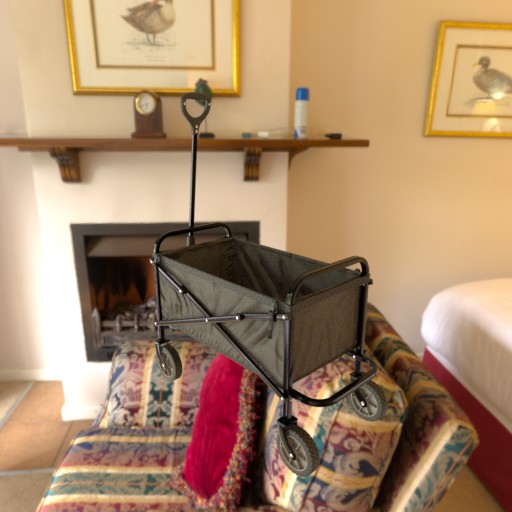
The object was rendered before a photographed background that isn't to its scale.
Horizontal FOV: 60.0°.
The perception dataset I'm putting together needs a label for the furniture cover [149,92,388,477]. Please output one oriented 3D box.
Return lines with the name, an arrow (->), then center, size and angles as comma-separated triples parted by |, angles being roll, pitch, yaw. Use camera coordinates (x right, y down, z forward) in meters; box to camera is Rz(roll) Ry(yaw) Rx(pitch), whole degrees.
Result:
furniture cover -> 0.000, 0.000, 1.814 | 0.532, 1.295, 1.038 | -15, 22, -41
